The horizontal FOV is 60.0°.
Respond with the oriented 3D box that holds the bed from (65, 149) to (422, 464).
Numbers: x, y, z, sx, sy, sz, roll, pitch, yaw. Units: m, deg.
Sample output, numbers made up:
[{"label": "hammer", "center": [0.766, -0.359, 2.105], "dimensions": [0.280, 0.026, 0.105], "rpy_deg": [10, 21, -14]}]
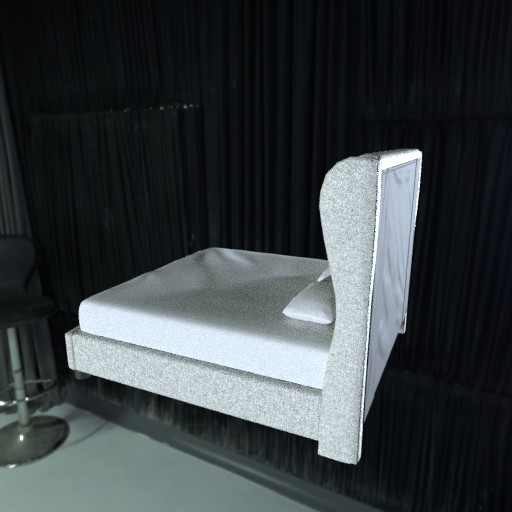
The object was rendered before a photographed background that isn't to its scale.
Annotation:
[{"label": "bed", "center": [0.000, 0.000, 3.795], "dimensions": [2.347, 1.771, 2.219], "rpy_deg": [7, 16, 24]}]
